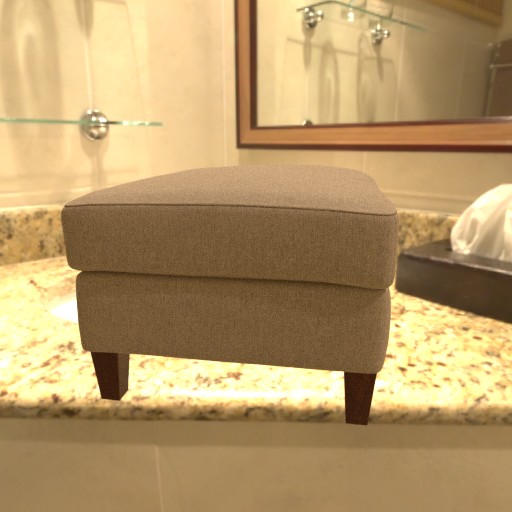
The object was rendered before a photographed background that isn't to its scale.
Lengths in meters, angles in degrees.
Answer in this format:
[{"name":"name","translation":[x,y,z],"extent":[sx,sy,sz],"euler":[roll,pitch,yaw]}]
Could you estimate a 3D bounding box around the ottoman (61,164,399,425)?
[{"name":"ottoman","translation":[0.000,0.000,1.291],"extent":[0.677,0.519,0.898],"euler":[2,15,9]}]
